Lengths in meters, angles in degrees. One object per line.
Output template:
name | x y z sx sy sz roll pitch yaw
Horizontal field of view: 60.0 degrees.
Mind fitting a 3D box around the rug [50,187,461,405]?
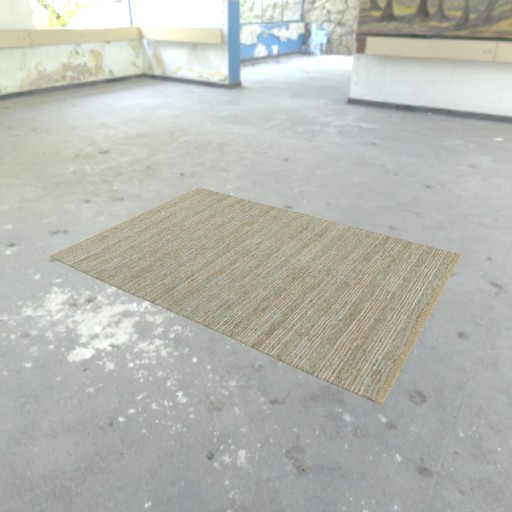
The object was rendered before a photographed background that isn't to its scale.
rug | 0.000 0.000 2.366 1.824 0.010 1.240 18 34 29
